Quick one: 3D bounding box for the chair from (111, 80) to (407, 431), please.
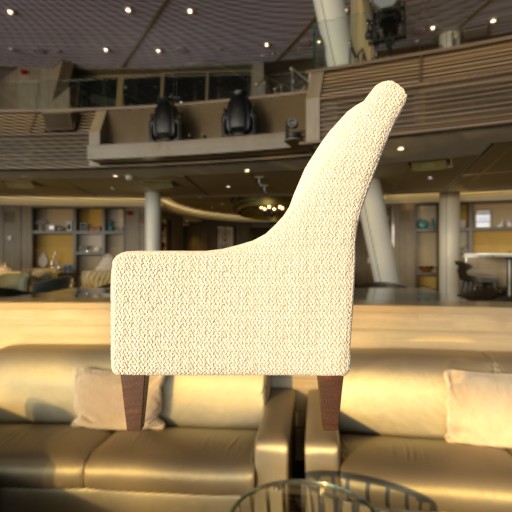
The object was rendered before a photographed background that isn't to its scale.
[{"bbox_3d":[0.000,0.000,1.635,0.870,1.014,0.774,0,0,0],"label":"chair"}]
